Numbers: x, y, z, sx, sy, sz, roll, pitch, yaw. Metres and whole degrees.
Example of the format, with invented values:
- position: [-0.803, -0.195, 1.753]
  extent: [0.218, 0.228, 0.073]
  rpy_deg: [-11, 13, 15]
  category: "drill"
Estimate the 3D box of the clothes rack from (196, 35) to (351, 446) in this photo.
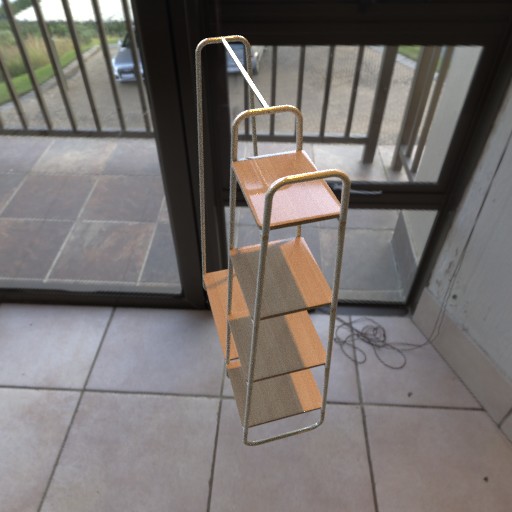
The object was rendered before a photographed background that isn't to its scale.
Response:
- position: [0.000, 0.000, 1.944]
  extent: [0.400, 1.500, 1.011]
  rpy_deg: [-11, 46, -11]
  category: "clothes rack"
